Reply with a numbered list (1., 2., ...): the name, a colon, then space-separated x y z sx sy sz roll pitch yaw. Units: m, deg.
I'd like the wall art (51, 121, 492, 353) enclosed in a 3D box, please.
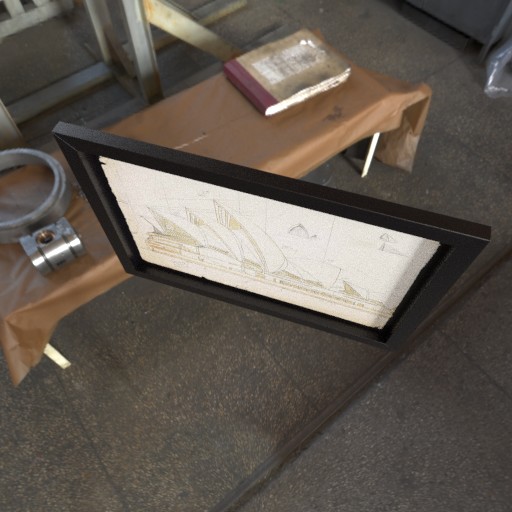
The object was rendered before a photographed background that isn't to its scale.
1. wall art: 0.000 0.000 0.837 0.657 0.458 0.027 15 61 9
